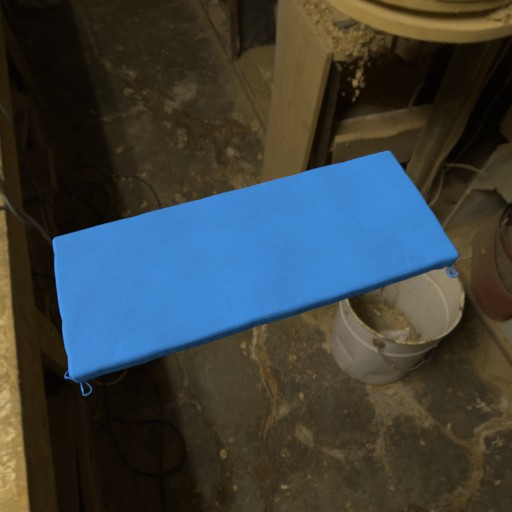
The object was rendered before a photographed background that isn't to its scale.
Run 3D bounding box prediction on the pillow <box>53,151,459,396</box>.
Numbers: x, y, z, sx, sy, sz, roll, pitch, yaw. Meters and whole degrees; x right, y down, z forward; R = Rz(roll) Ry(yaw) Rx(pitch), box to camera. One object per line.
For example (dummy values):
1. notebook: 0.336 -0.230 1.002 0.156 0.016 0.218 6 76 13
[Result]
1. pillow: 0.000 0.000 1.339 1.187 0.081 0.492 -16 60 -10
